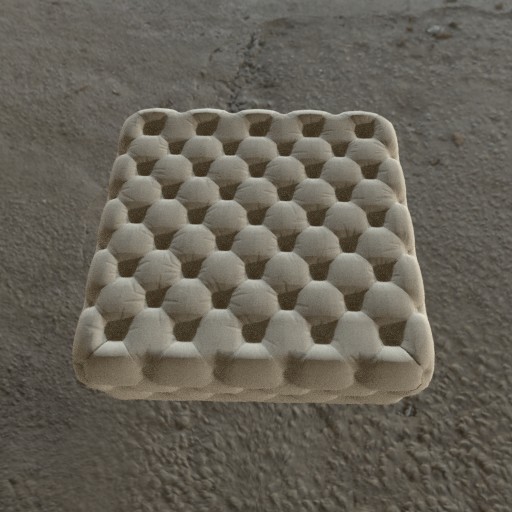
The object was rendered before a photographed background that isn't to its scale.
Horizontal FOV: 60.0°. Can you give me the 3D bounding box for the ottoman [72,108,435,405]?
[{"bbox_3d":[0.000,0.000,1.189,0.753,0.376,0.755,1,61,1],"label":"ottoman"}]
